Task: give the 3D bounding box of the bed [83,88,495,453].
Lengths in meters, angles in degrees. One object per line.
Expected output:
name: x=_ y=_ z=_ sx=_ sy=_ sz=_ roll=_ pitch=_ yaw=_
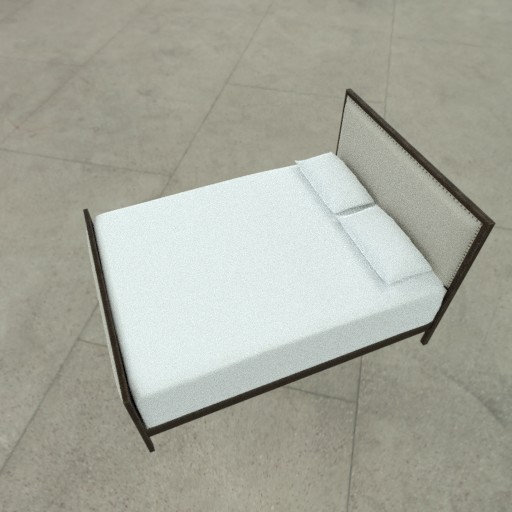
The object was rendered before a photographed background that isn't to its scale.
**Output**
bed: x=0.000 y=0.000 z=3.168 sx=2.221 sy=1.313 sz=1.607 roll=-17 pitch=51 yaw=-14
